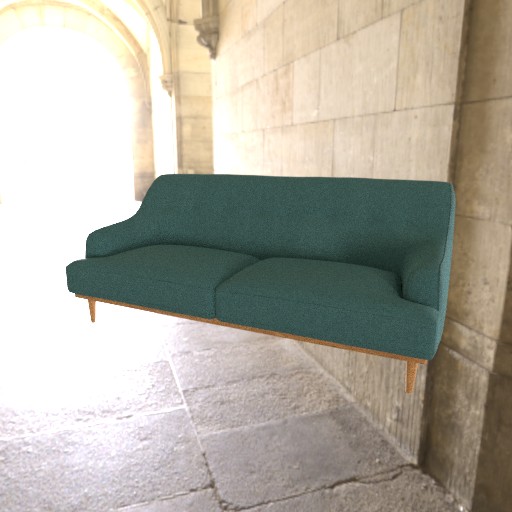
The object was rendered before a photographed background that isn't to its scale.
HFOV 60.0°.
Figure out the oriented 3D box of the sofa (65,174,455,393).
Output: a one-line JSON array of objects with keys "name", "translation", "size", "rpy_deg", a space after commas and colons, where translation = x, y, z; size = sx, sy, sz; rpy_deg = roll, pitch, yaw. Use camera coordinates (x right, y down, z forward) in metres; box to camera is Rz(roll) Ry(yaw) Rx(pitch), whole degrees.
[{"name": "sofa", "translation": [0.000, 0.000, 2.560], "size": [2.057, 0.871, 0.978], "rpy_deg": [6, 15, 25]}]
